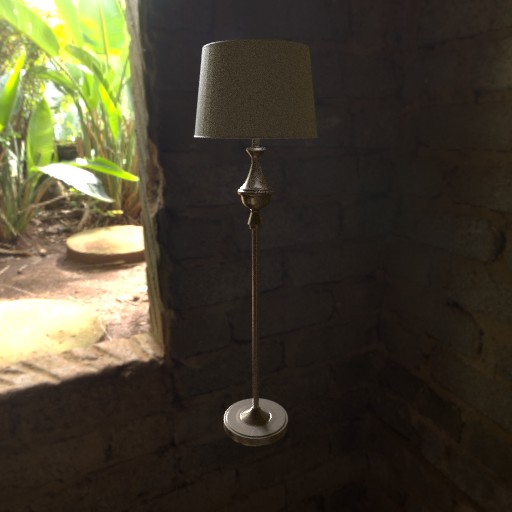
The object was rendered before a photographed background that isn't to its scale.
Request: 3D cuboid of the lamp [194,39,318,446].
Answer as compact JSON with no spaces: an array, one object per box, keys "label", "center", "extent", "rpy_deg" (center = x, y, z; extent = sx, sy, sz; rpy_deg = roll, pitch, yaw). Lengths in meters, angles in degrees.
[{"label":"lamp","center":[0.000,0.000,1.676],"extent":[0.431,1.488,0.431],"rpy_deg":[0,16,0]}]
